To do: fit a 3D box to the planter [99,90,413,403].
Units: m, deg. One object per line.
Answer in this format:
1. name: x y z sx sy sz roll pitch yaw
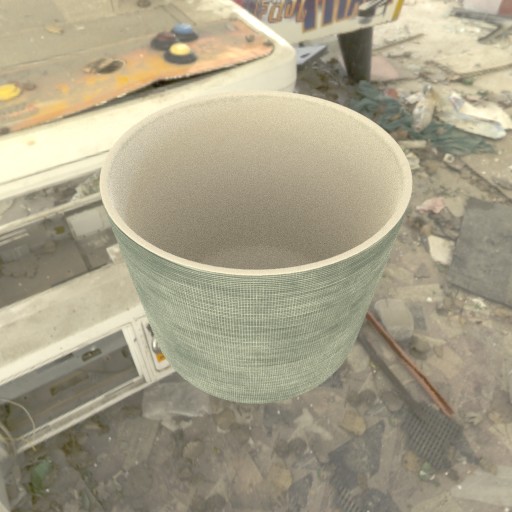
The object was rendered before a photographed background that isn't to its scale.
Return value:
1. planter: 0.000 0.000 0.783 0.440 0.398 0.440 0 46 0
